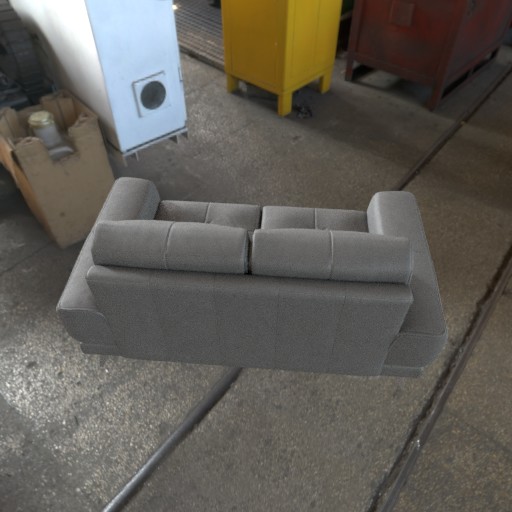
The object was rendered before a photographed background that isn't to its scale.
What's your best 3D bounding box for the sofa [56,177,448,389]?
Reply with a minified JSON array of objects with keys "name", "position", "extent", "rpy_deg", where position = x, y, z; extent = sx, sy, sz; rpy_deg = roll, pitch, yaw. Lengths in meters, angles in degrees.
[{"name":"sofa","position":[0.000,0.000,2.357],"extent":[1.806,0.907,1.018],"rpy_deg":[3,47,3]}]
